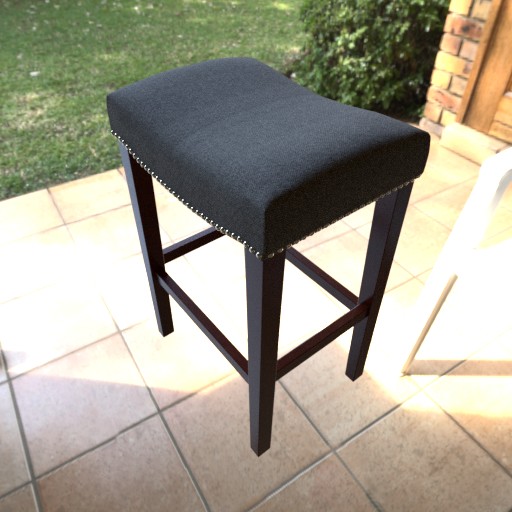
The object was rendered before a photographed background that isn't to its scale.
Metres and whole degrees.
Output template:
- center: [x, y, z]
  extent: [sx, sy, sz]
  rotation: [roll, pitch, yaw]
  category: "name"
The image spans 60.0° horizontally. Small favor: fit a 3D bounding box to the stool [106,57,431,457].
- center: [0.000, 0.000, 1.022]
  extent: [0.372, 0.742, 0.504]
  rotation: [-28, 49, -28]
  category: "stool"
